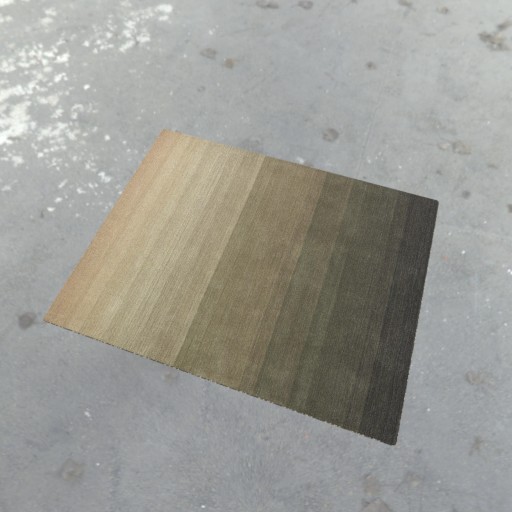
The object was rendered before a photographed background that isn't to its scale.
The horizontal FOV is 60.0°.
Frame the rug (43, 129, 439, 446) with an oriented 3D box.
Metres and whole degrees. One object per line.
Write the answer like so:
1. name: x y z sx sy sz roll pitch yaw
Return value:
1. rug: 0.000 0.000 3.919 2.902 0.017 2.305 17 61 10
